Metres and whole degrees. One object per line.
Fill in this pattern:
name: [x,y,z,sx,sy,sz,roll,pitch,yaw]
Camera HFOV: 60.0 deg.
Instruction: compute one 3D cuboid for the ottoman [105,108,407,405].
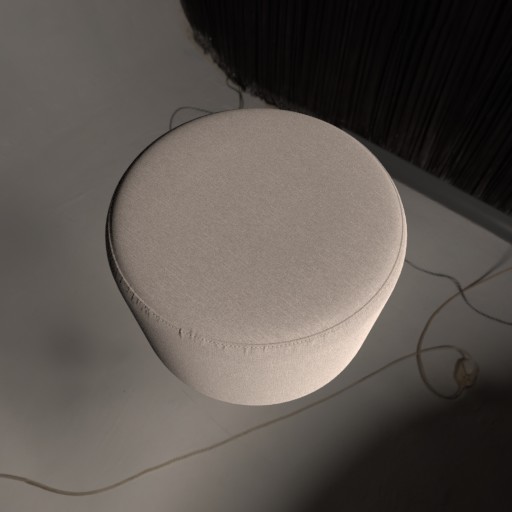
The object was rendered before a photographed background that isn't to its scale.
ottoman: [0.000,0.000,1.036,0.608,0.433,0.608,0,58,0]
